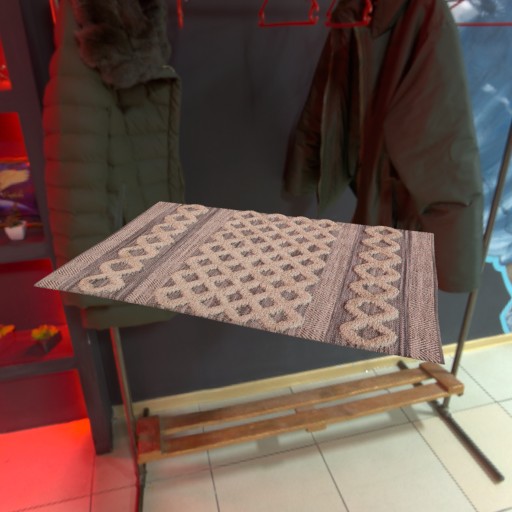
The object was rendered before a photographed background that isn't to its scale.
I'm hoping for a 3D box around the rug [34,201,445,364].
[{"bbox_3d":[0.000,0.000,2.357,1.823,0.030,1.222,8,28,16],"label":"rug"}]
